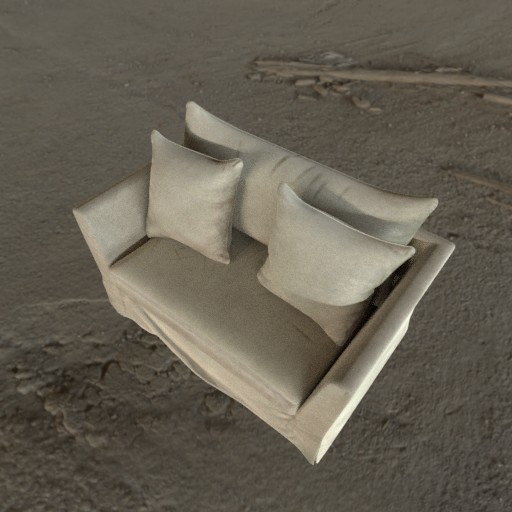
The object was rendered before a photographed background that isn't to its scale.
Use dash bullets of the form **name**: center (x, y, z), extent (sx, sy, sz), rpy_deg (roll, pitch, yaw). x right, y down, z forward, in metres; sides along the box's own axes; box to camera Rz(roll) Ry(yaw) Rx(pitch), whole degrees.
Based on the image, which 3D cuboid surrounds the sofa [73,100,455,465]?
- **sofa**: center (0.000, 0.000, 2.284), extent (1.608, 1.040, 1.035), rpy_deg (30, 53, 26)
